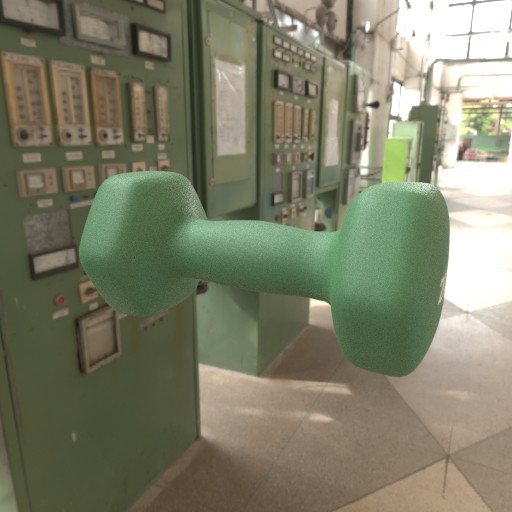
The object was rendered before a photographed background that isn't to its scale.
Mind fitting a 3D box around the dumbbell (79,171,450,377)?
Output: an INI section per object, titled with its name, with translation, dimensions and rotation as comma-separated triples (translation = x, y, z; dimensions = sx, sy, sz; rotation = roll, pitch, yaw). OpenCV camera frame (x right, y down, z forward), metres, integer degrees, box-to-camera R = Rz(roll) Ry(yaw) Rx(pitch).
[dumbbell]
translation = 0.000, 0.000, 0.323
dimensions = 0.257, 0.114, 0.126
rotation = 8, 17, 27
